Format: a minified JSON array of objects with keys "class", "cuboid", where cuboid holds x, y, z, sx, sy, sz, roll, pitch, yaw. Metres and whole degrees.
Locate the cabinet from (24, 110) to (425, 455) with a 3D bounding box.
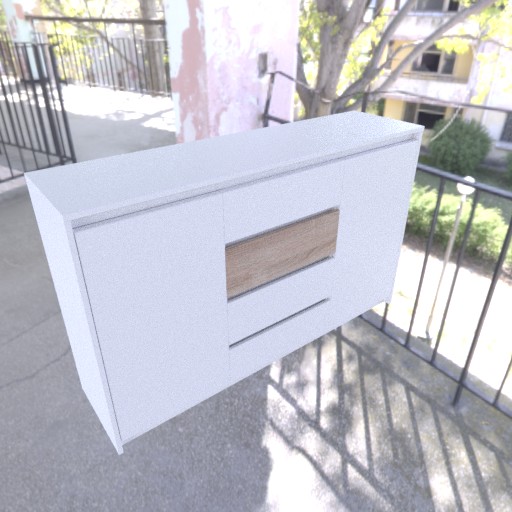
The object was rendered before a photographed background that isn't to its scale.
[{"class":"cabinet","cuboid":[0.000,0.000,1.795,1.450,0.900,0.380,-21,36,-32]}]
